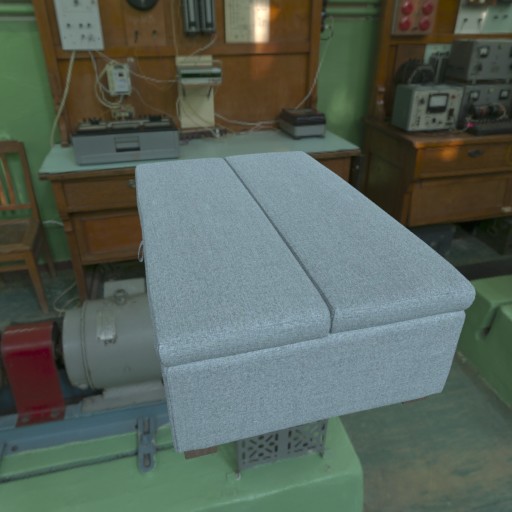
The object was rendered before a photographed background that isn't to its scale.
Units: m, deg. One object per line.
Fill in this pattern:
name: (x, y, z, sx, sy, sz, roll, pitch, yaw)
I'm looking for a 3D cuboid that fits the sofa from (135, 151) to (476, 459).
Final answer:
sofa: (0.000, 0.000, 1.606, 0.817, 0.434, 1.250, -8, 30, -13)
